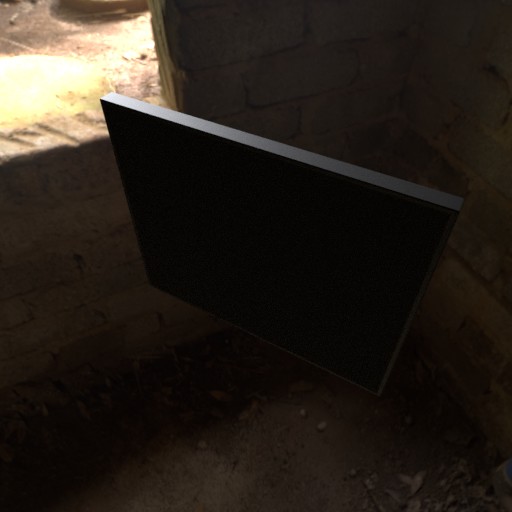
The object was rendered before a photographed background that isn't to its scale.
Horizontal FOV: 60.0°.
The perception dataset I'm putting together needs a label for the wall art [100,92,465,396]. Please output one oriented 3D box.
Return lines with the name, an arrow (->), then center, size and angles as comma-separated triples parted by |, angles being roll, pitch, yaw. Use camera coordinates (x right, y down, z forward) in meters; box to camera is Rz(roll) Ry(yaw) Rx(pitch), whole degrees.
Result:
wall art -> 0.000, 0.000, 0.781 | 0.559, 0.458, 0.029 | 22, 50, 20
